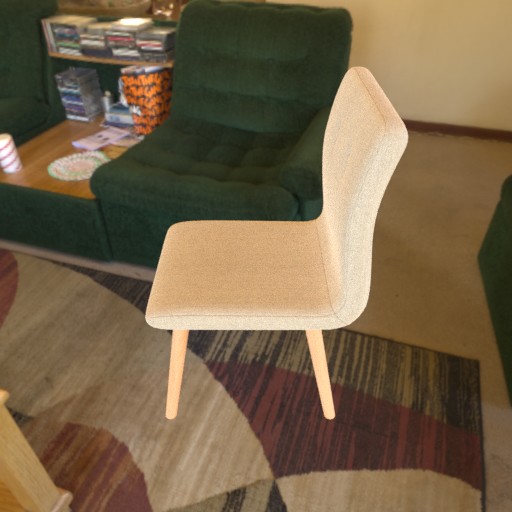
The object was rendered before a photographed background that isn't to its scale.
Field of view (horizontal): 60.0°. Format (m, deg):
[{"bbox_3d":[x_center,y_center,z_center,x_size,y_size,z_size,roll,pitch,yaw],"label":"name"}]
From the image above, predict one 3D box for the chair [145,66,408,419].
[{"bbox_3d":[0.000,0.000,1.196,0.550,0.885,0.435,0,39,0],"label":"chair"}]
